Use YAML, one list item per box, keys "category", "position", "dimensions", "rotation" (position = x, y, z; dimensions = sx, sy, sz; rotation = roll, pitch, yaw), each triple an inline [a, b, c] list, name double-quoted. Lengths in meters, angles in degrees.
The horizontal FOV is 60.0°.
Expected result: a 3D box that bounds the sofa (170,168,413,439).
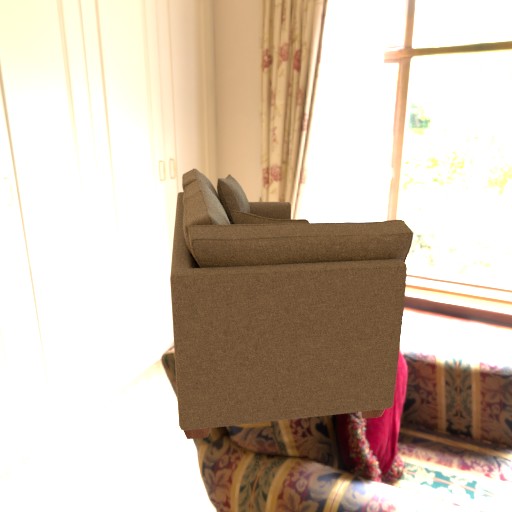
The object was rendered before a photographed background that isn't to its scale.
- category: "sofa"
  position: [0.000, 0.000, 2.942]
  dimensions: [1.061, 0.962, 2.317]
  rotation: [-3, 17, -8]
